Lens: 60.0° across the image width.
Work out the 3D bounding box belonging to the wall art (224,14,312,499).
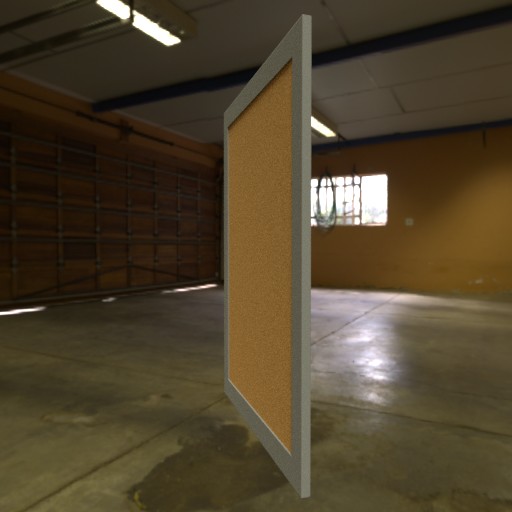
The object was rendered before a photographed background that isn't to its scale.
[{"bbox_3d":[0.000,0.000,0.663,0.012,0.529,0.374,0,1,-17],"label":"wall art"}]
